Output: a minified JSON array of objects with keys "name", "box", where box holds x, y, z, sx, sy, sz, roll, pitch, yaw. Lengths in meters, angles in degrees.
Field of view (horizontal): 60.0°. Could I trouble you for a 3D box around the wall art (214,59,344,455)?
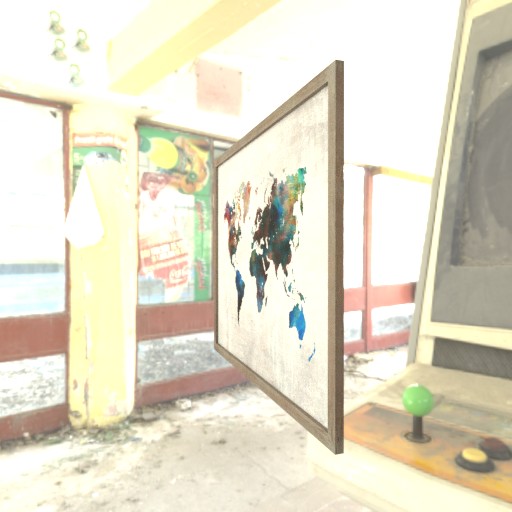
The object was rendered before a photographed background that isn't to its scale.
[{"name":"wall art","box":[0.000,0.000,1.349,0.019,0.774,1.012,0,0,-19]}]
